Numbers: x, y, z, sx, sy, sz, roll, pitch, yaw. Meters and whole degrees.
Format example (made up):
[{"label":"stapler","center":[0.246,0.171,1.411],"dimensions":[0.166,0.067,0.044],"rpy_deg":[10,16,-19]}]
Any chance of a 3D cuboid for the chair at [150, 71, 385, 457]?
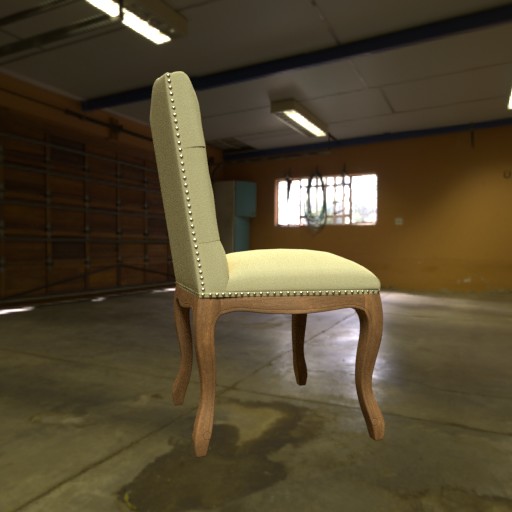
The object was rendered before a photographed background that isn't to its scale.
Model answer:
[{"label":"chair","center":[0.000,0.000,1.590],"dimensions":[0.715,1.165,0.623],"rpy_deg":[0,1,-19]}]
